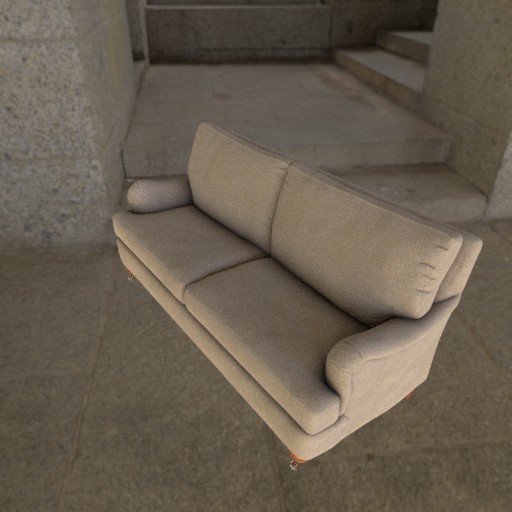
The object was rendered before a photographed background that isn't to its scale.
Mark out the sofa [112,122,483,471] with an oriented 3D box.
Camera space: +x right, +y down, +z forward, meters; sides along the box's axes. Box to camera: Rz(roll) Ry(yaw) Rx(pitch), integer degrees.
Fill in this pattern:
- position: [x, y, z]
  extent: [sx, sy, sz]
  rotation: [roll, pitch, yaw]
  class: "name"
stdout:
- position: [0.000, 0.000, 2.733]
  extent: [1.069, 1.096, 2.193]
  rotation: [-22, 39, -30]
  class: "sofa"
